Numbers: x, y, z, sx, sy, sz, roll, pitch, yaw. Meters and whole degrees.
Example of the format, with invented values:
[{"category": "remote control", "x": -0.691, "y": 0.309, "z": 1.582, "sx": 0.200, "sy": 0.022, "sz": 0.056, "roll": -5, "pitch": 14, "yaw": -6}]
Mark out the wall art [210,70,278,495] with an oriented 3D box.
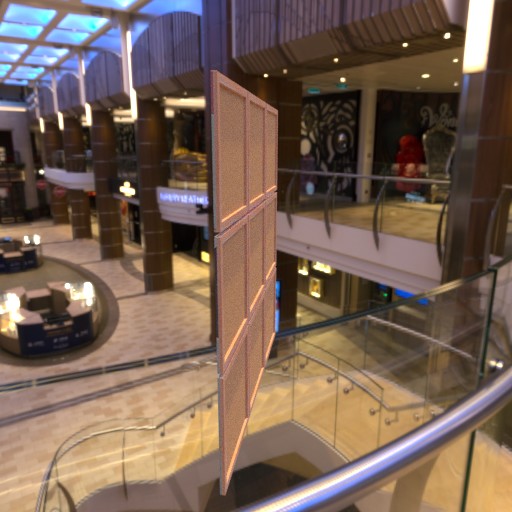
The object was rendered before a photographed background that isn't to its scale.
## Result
[{"category": "wall art", "x": 0.000, "y": 0.000, "z": 1.345, "sx": 0.012, "sy": 0.910, "sz": 0.911, "roll": 2, "pitch": 14, "yaw": 9}]
